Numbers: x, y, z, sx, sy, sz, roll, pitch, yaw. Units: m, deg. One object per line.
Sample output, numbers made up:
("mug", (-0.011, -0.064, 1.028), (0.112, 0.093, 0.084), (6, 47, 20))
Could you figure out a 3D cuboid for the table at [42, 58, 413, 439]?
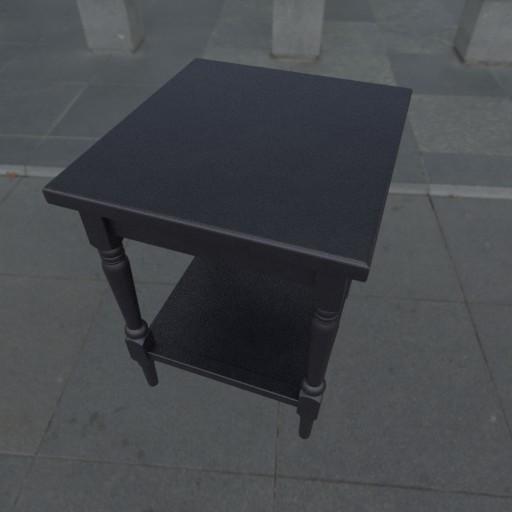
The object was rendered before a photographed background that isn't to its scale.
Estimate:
("table", (0.000, 0.000, 0.904), (0.442, 0.565, 0.488), (14, 46, 14))
